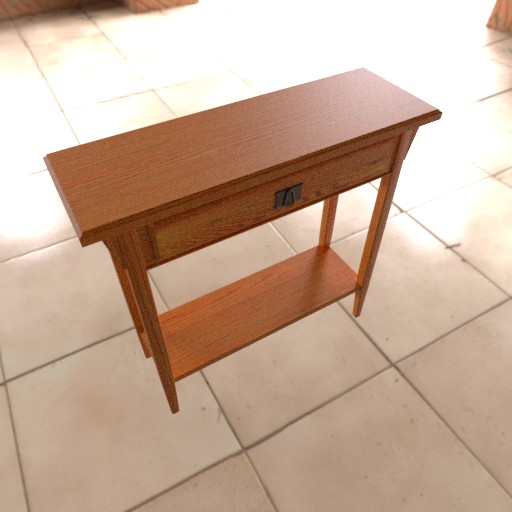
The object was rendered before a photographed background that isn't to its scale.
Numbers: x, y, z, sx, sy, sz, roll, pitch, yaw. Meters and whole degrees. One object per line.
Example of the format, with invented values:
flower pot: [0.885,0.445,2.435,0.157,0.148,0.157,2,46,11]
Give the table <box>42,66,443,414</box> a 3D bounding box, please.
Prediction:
table: [0.000,0.000,1.123,0.762,0.711,0.254,-23,50,-21]
